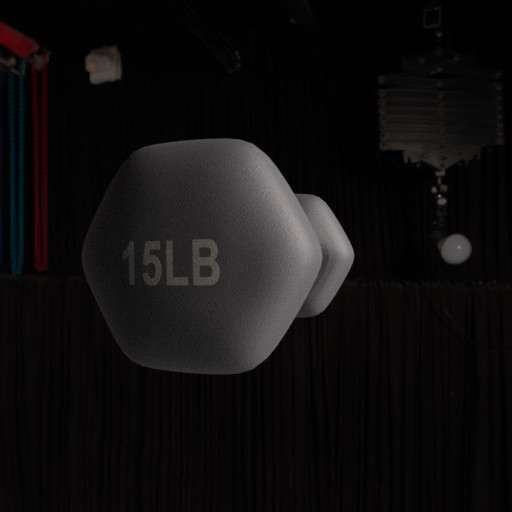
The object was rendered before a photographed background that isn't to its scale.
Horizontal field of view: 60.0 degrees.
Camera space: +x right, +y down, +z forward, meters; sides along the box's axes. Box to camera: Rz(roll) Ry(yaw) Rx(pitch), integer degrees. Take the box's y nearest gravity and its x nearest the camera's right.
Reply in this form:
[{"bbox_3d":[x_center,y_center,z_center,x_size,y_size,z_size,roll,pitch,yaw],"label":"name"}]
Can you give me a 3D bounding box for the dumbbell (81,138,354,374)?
[{"bbox_3d":[0.000,0.000,0.298,0.116,0.105,0.240,0,0,17],"label":"dumbbell"}]
